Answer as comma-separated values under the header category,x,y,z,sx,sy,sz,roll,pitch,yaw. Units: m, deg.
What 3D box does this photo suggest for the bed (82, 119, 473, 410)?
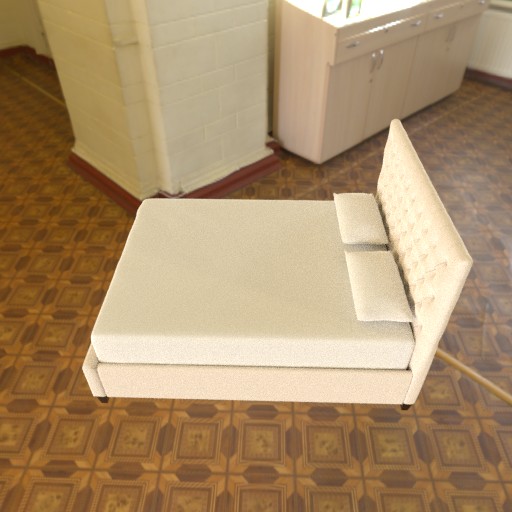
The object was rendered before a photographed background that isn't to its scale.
category,x,y,z,sx,sy,sz,roll,pitch,yaw
bed,0.000,0.000,3.296,2.233,1.426,1.696,1,41,1
